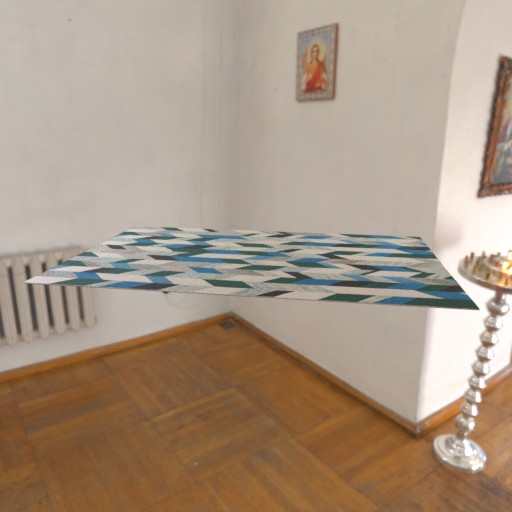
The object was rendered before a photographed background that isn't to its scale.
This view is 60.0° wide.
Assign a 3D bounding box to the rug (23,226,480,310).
[{"bbox_3d":[0.000,0.000,3.030,2.433,0.007,1.507,3,16,9],"label":"rug"}]
